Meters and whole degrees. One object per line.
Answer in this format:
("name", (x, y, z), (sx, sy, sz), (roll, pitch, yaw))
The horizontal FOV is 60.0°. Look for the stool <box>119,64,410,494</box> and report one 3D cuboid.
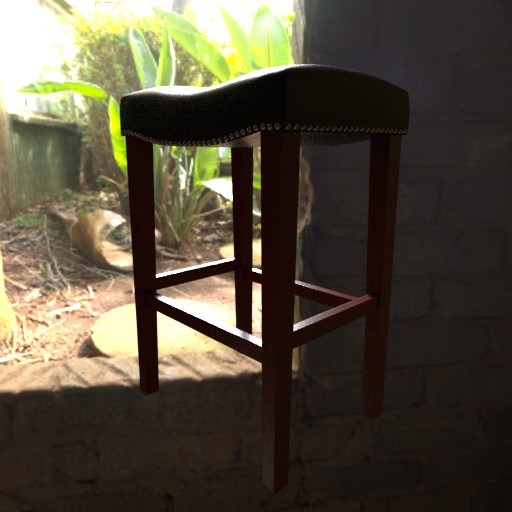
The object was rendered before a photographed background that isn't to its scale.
("stool", (0.000, 0.000, 0.998), (0.372, 0.742, 0.504), (-13, 19, -42))
